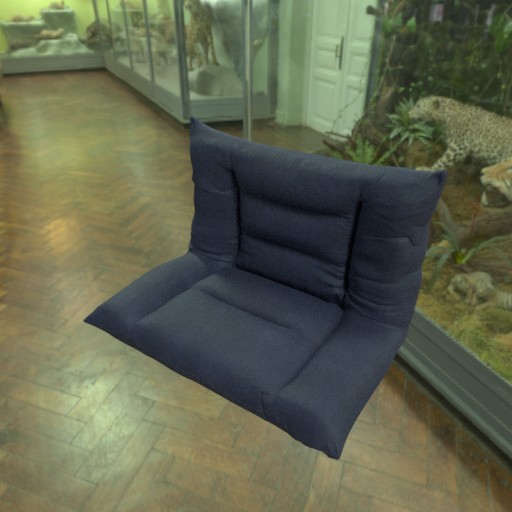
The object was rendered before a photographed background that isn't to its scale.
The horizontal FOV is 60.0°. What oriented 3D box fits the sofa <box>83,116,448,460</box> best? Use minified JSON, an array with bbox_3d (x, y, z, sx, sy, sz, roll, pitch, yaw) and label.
[{"bbox_3d":[0.000,0.000,1.682,1.122,0.778,0.849,19,36,29],"label":"sofa"}]
